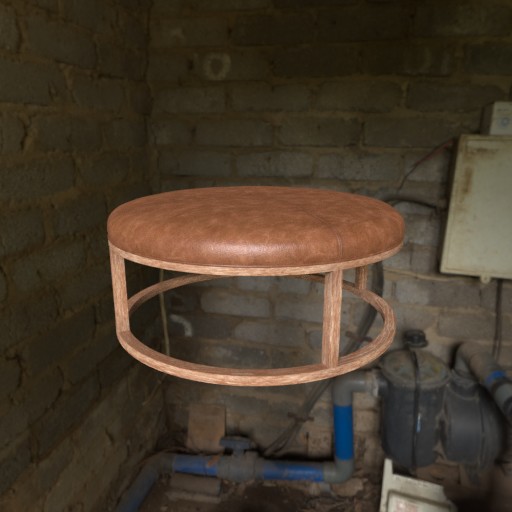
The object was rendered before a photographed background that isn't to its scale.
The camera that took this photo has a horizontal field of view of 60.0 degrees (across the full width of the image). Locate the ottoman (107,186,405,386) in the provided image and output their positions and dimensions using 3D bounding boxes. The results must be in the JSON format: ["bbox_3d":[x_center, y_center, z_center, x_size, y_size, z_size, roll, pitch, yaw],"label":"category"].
[{"bbox_3d":[0.000,0.000,1.595,1.006,0.445,1.006,0,15,0],"label":"ottoman"}]
